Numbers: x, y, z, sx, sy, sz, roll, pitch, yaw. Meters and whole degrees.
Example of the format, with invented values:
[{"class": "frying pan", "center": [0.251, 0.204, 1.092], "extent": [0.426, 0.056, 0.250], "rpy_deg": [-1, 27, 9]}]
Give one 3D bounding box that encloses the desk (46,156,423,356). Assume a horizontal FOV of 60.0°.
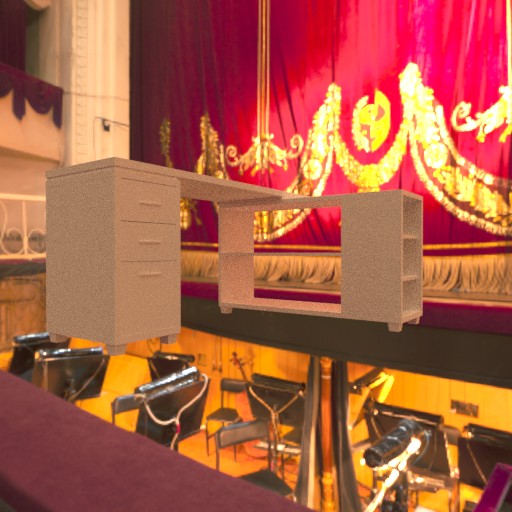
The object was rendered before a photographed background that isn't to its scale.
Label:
[{"class": "desk", "center": [0.000, 0.000, 2.229], "extent": [1.199, 0.759, 1.524], "rpy_deg": [0, 1, 36]}]
